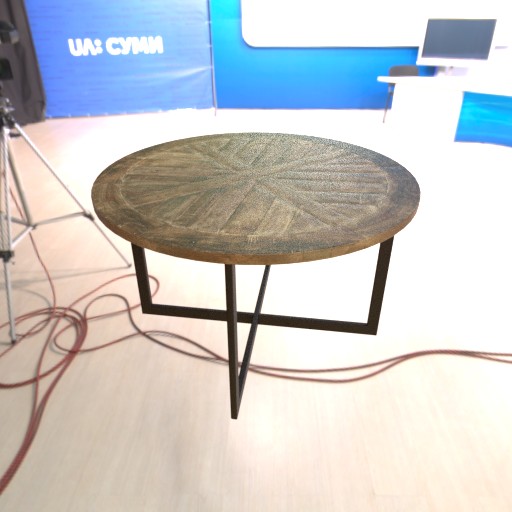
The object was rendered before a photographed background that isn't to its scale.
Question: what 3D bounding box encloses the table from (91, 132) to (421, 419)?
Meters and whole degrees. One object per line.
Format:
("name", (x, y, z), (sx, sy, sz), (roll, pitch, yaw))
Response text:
("table", (0.000, 0.000, 1.975), (1.264, 0.762, 1.264), (0, 31, 0))
